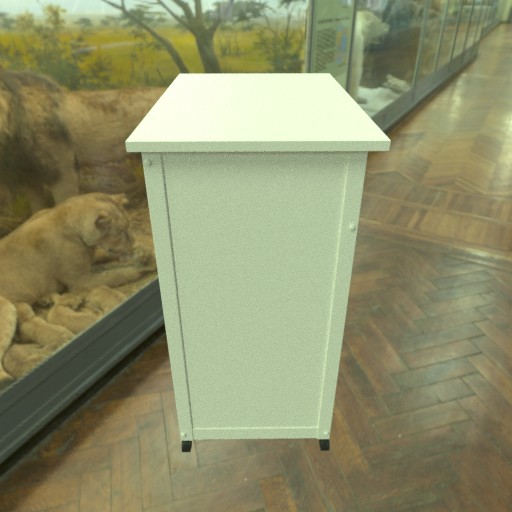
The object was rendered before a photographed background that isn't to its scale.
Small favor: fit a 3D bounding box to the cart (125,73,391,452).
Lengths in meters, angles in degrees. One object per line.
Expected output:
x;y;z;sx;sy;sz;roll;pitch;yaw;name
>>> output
0.000;0.000;1.253;0.442;0.864;0.683;0;31;-1;cart
